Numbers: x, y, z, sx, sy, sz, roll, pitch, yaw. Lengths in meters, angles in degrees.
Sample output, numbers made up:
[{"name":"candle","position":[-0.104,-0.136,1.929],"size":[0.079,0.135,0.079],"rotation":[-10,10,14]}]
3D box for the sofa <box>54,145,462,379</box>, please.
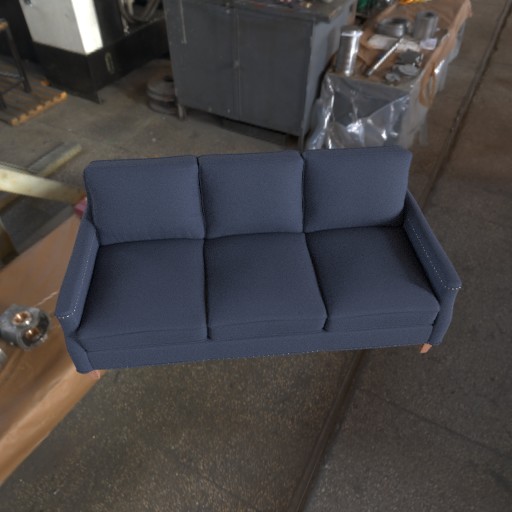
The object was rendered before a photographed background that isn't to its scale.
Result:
[{"name":"sofa","position":[0.000,0.000,2.816],"size":[2.246,1.003,1.084],"rotation":[-4,46,-4]}]
